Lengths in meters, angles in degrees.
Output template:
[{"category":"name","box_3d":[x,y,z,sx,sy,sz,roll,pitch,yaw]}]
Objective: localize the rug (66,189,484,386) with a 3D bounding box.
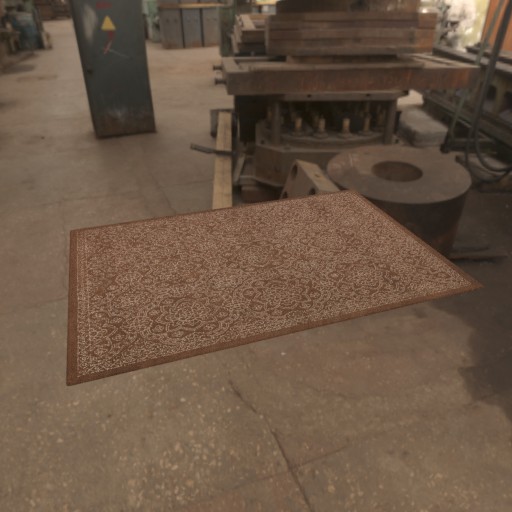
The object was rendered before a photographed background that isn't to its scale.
[{"category":"rug","box_3d":[0.000,0.000,2.298,1.829,0.010,1.219,-10,33,-16]}]
